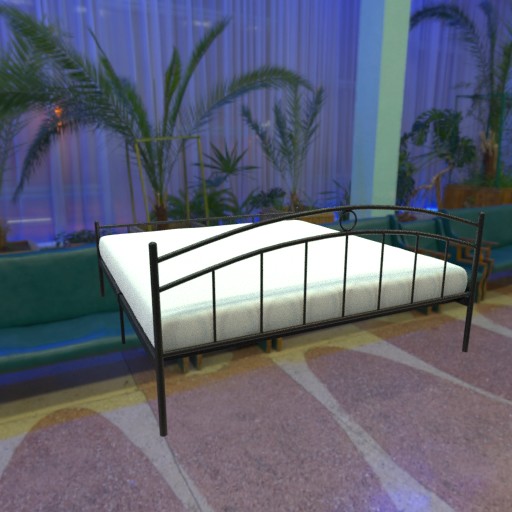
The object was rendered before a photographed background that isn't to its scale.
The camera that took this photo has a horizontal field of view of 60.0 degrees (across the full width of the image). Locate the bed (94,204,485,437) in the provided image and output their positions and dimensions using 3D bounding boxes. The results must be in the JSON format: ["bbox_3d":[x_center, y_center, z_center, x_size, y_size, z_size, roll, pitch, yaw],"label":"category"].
[{"bbox_3d":[0.000,0.000,3.066,1.880,0.940,2.040,-7,15,-25],"label":"bed"}]
